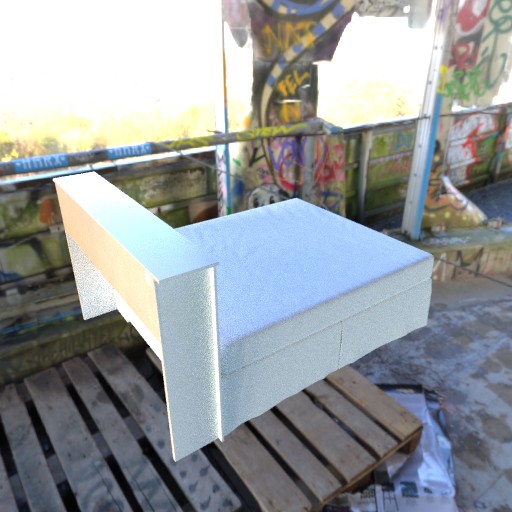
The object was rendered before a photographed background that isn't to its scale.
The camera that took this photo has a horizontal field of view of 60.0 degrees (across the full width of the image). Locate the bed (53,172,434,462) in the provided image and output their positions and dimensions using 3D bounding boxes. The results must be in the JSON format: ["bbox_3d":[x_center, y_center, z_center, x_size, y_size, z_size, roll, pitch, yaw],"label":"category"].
[{"bbox_3d":[0.000,0.000,3.141,2.133,1.092,1.671,-18,32,-31],"label":"bed"}]
